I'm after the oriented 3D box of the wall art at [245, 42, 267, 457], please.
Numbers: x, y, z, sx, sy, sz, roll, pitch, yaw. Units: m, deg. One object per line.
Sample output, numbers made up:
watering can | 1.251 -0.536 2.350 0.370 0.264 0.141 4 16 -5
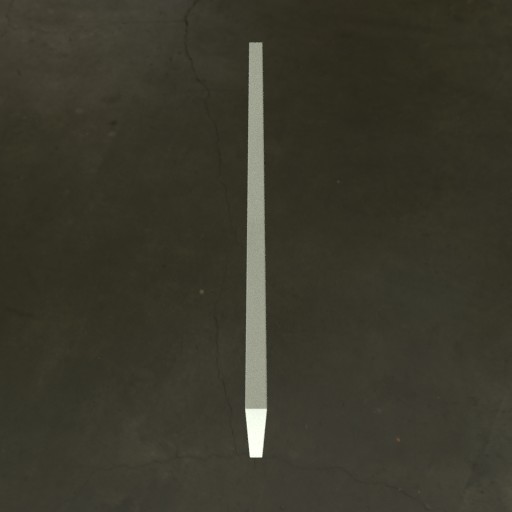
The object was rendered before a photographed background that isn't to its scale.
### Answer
wall art | 0.000 0.000 1.169 0.033 0.617 0.906 0 59 0
